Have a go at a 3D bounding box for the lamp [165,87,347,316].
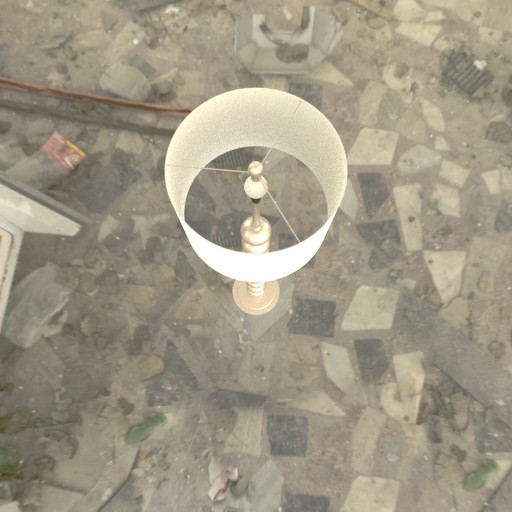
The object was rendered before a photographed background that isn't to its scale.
[{"bbox_3d":[0.000,0.000,1.654,0.394,1.474,0.394,31,77,8],"label":"lamp"}]
